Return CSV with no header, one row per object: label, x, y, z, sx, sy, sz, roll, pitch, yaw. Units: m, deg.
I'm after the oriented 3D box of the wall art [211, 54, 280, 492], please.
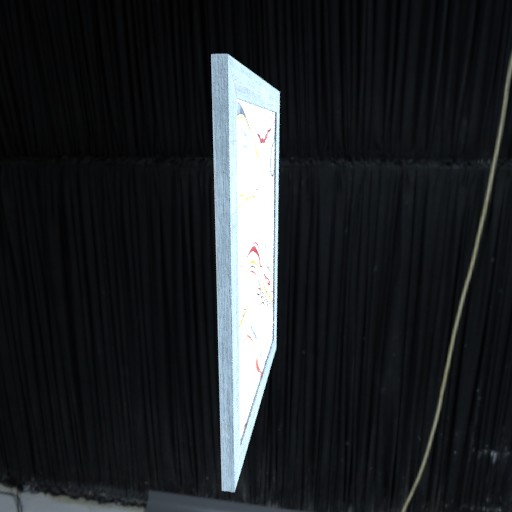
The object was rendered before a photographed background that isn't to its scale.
wall art,0.000,0.000,0.821,0.020,0.613,0.481,3,16,10
